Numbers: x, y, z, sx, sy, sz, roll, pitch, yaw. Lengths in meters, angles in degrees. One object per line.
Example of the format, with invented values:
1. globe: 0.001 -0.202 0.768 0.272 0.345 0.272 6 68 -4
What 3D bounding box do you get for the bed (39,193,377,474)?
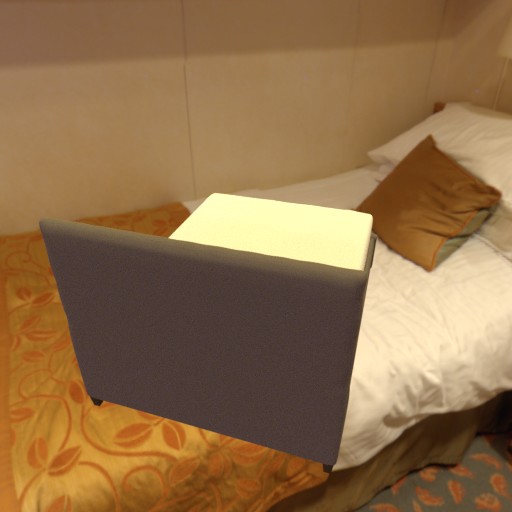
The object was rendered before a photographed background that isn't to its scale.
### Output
1. bed: 0.000 0.000 3.329 1.696 1.426 2.233 10 33 15
